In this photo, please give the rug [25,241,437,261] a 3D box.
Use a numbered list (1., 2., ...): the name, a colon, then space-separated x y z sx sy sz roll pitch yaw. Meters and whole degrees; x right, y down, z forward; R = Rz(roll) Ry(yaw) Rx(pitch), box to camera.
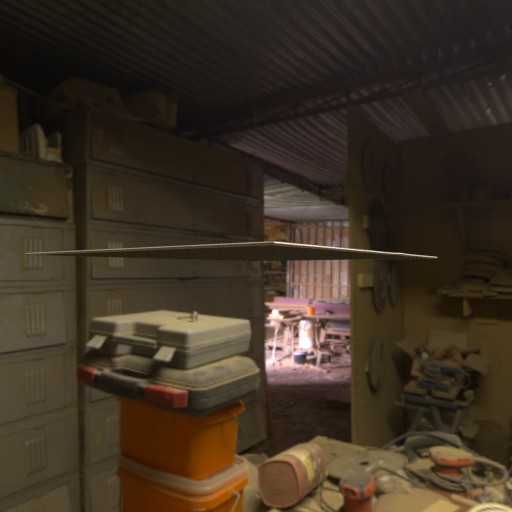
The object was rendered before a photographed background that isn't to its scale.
1. rug: 0.000 0.000 4.045 2.423 0.019 3.009 -1 -2 36
